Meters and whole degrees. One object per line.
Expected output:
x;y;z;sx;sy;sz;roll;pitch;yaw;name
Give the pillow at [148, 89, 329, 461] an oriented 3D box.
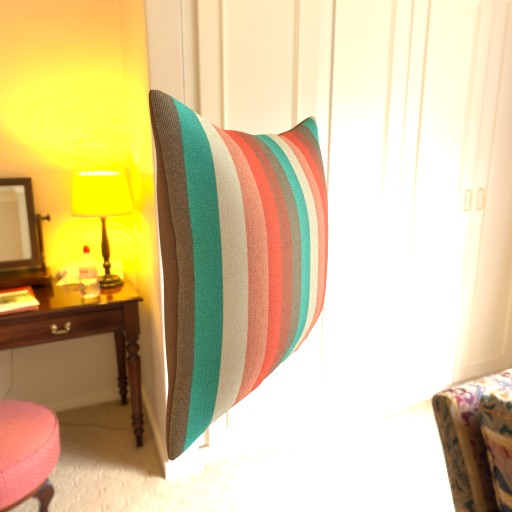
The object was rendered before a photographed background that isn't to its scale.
0.000;0.000;0.690;0.168;0.443;0.453;7;15;28;pillow
